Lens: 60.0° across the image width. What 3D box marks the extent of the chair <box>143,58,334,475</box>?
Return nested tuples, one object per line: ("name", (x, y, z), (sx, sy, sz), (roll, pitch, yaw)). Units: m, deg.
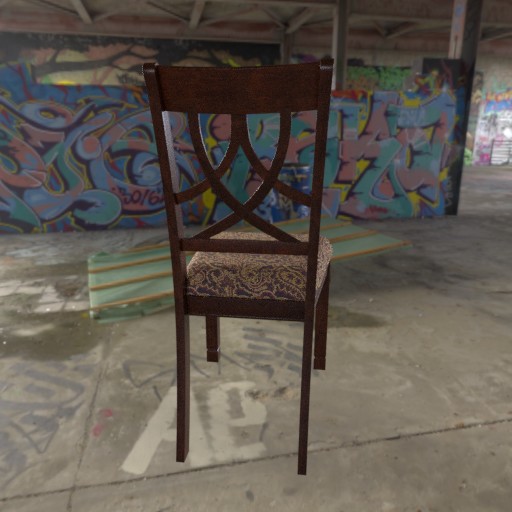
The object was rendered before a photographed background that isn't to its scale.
("chair", (0.000, 0.000, 1.281), (0.457, 0.965, 0.584), (2, 16, 8))
